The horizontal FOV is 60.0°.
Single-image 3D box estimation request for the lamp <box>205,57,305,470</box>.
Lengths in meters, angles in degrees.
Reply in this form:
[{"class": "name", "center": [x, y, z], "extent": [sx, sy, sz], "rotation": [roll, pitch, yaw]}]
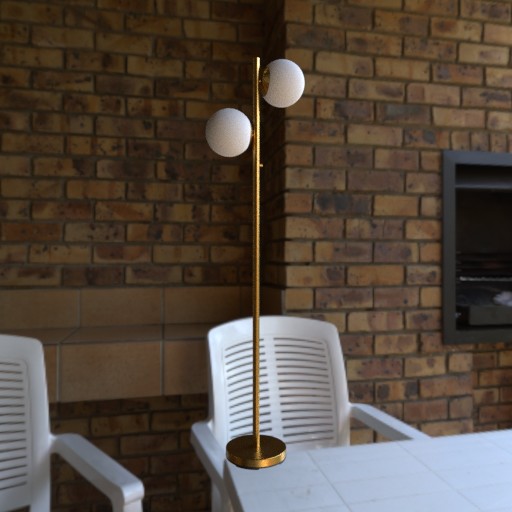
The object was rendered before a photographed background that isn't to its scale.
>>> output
[{"class": "lamp", "center": [0.000, 0.000, 1.826], "extent": [0.419, 1.641, 0.249], "rotation": [0, -1, -18]}]
